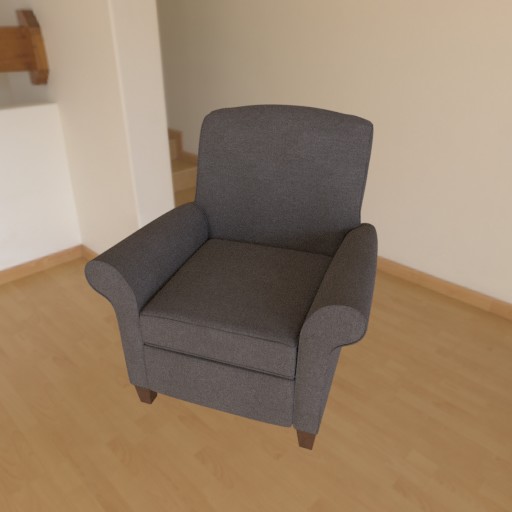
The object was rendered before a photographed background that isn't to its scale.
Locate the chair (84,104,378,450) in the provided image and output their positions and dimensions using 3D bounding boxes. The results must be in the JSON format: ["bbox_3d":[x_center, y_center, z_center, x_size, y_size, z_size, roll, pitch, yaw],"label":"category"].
[{"bbox_3d":[0.000,0.000,1.805,0.978,1.061,0.905,9,29,17],"label":"chair"}]
